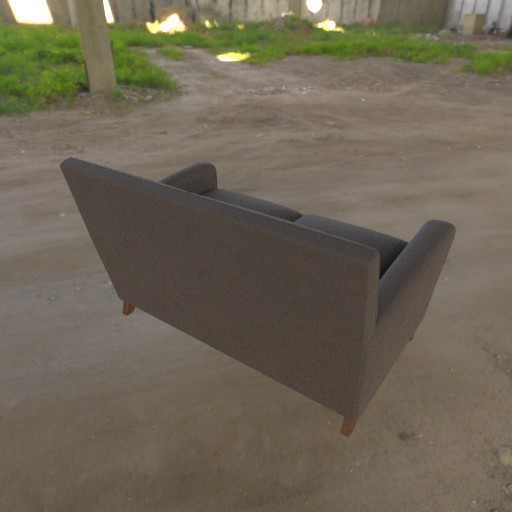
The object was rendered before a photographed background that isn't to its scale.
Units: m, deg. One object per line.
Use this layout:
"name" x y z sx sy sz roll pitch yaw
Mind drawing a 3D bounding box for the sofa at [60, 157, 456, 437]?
"sofa" 0.000 0.000 1.961 1.420 0.846 0.871 20 35 31
